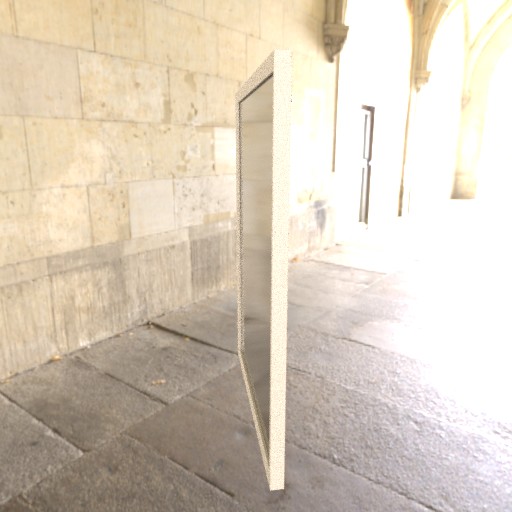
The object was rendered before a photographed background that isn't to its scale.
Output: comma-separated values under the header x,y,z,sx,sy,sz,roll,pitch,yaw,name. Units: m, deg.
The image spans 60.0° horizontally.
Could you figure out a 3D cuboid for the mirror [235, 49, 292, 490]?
x,y,z,sx,sy,sz,roll,pitch,yaw,name
0.000,0.000,1.351,0.040,1.016,0.762,-2,14,-8,mirror
